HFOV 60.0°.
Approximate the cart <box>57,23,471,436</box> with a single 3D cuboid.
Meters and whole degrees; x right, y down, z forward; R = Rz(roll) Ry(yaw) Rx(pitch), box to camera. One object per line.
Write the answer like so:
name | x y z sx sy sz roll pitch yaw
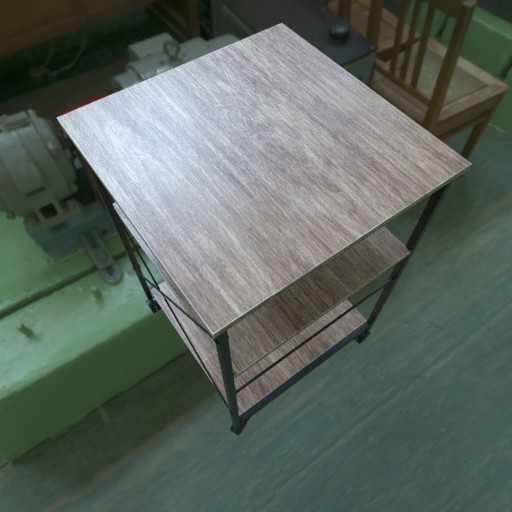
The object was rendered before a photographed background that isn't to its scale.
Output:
cart | 0.000 0.000 1.098 0.520 0.762 0.521 -32 63 -18
